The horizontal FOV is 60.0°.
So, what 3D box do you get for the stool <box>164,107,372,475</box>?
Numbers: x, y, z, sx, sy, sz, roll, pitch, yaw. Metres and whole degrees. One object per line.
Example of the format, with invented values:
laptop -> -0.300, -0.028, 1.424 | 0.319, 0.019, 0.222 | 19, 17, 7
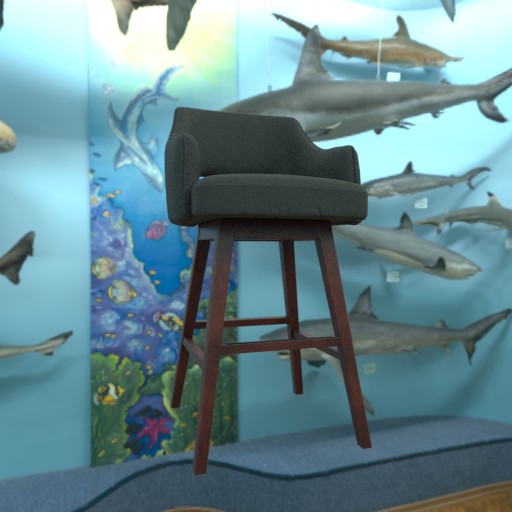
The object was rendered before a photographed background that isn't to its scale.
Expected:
stool -> 0.000, 0.000, 1.354 | 0.548, 1.012, 0.558 | 0, 1, -18
